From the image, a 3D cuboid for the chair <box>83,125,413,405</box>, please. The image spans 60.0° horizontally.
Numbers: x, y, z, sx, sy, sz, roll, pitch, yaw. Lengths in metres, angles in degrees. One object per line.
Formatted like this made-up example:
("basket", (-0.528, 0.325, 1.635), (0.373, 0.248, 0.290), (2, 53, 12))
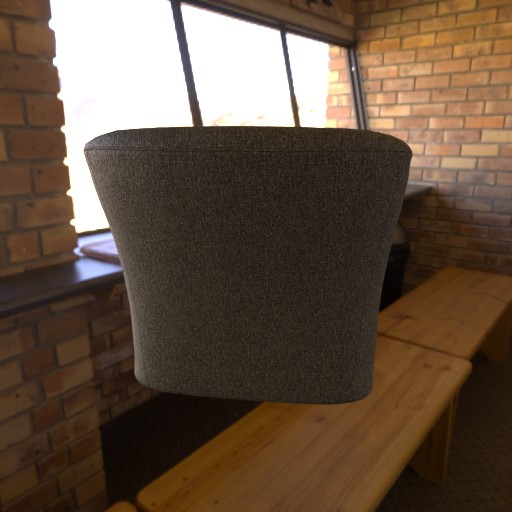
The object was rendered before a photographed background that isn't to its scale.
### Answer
("chair", (0.000, 0.000, 1.538), (0.864, 0.856, 0.923), (2, 16, 7))
